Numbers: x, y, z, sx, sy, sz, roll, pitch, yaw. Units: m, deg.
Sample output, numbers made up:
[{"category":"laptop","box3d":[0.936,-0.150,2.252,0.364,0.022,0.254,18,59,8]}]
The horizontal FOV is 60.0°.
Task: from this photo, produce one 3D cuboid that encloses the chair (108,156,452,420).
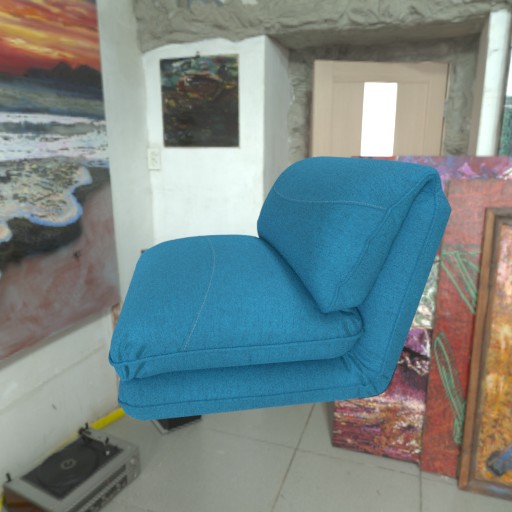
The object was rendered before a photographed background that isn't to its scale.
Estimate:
[{"category":"chair","box3d":[0.000,0.000,1.338,0.780,0.580,0.820,-2,14,-10]}]
